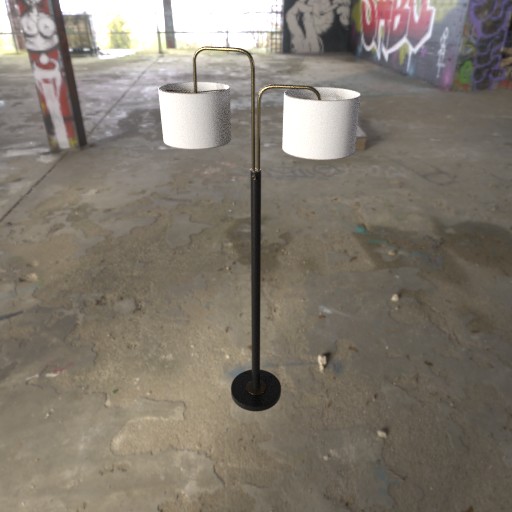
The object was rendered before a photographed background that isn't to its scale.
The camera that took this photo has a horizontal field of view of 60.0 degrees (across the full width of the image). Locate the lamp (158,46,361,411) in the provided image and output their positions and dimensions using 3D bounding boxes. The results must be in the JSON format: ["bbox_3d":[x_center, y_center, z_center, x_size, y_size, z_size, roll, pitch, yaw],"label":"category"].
[{"bbox_3d":[0.000,0.000,1.860,0.711,1.587,0.254,8,31,13],"label":"lamp"}]
